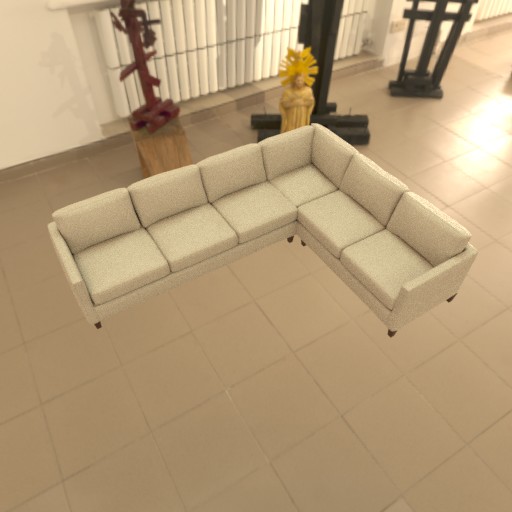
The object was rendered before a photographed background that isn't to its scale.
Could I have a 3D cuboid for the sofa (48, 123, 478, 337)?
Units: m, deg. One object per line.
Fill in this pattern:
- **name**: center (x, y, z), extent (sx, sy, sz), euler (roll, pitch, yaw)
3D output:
- **sofa**: center (0.000, 0.000, 4.362), extent (3.333, 0.934, 2.522), euler (-24, 51, -21)
